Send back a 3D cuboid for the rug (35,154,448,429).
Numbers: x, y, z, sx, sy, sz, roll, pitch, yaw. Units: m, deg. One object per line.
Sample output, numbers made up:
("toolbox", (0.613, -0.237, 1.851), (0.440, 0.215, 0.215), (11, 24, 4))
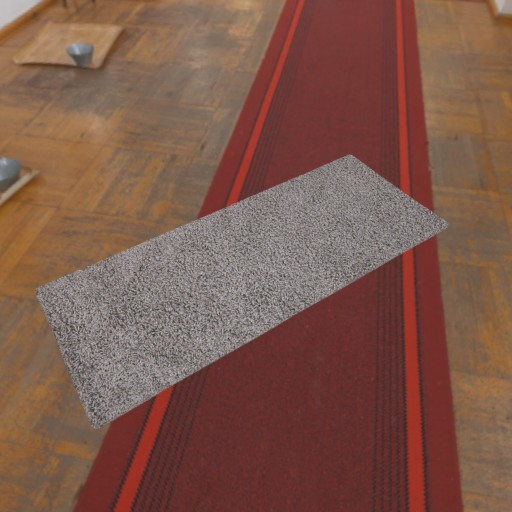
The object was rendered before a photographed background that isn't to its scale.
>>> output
("rug", (0.000, 0.000, 1.721), (1.524, 0.030, 0.609), (-26, 52, -22))
